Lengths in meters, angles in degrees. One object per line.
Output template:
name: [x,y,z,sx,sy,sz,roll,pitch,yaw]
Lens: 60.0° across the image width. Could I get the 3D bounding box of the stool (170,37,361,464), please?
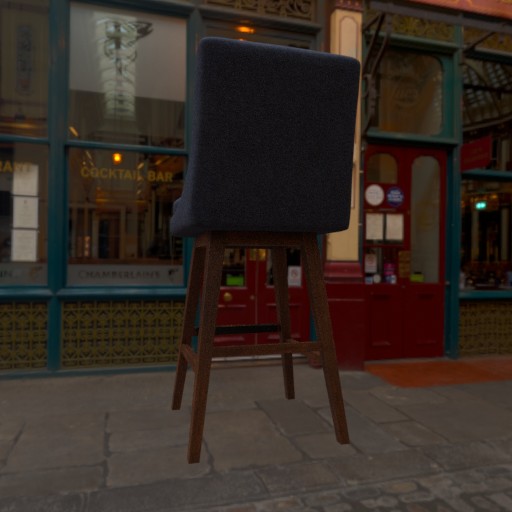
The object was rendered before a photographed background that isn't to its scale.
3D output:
stool: [0.000,0.000,1.378,0.489,1.068,0.572,0,-1,-16]
